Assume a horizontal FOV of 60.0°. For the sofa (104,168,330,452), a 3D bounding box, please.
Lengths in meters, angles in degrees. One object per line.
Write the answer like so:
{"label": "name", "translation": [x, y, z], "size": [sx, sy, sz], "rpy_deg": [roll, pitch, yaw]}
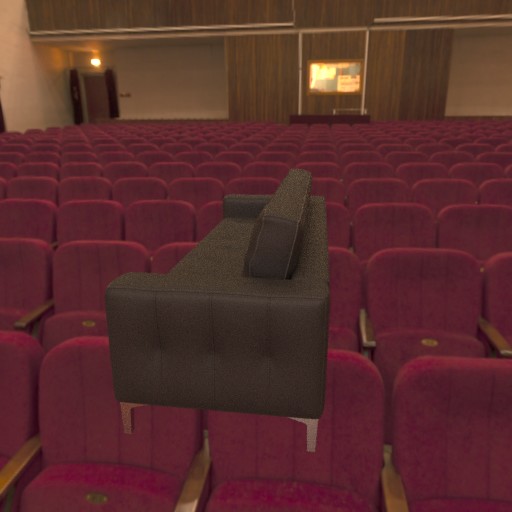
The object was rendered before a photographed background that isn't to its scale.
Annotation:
{"label": "sofa", "translation": [0.000, 0.000, 2.667], "size": [0.833, 0.893, 2.275], "rpy_deg": [2, 17, 8]}
